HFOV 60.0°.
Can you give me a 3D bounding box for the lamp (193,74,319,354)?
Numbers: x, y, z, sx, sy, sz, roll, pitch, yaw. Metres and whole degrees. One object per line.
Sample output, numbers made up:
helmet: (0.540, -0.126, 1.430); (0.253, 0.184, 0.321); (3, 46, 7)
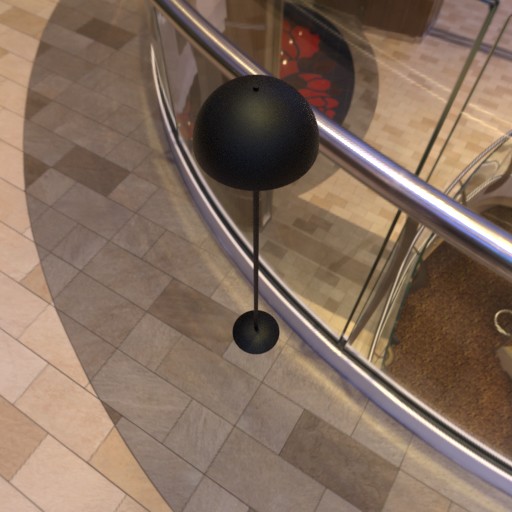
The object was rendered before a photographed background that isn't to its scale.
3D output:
lamp: (0.000, 0.000, 1.639); (0.328, 1.480, 0.328); (-12, 59, -7)
